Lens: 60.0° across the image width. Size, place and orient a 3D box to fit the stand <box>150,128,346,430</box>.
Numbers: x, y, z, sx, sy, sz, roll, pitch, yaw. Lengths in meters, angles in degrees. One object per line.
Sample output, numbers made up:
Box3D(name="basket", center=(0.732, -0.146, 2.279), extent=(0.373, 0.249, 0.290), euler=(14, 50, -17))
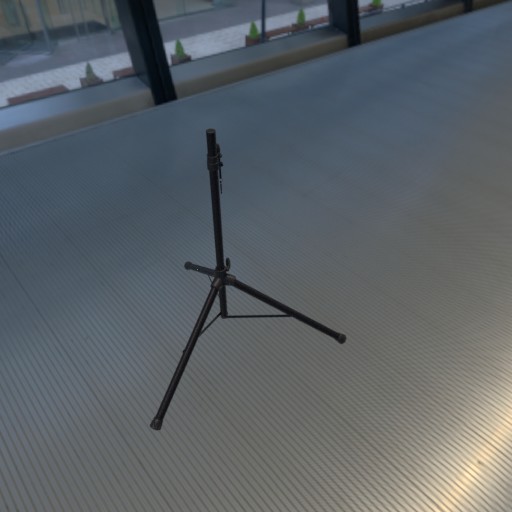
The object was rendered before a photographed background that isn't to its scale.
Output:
Box3D(name="stand", center=(0.000, 0.000, 1.883), extent=(0.907, 1.136, 1.045), euler=(2, 42, 2))
